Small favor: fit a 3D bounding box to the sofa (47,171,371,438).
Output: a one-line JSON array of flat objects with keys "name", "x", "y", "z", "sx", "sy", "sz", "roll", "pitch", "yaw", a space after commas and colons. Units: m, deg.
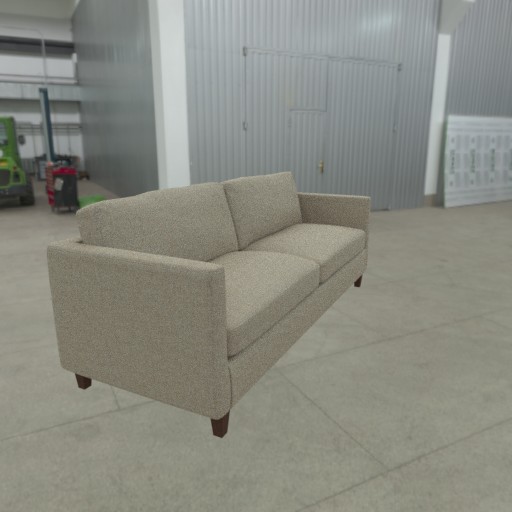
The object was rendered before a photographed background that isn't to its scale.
[{"name": "sofa", "x": 0.000, "y": 0.000, "z": 2.910, "sx": 0.951, "sy": 0.965, "sz": 2.434, "roll": 8, "pitch": 17, "yaw": 26}]
